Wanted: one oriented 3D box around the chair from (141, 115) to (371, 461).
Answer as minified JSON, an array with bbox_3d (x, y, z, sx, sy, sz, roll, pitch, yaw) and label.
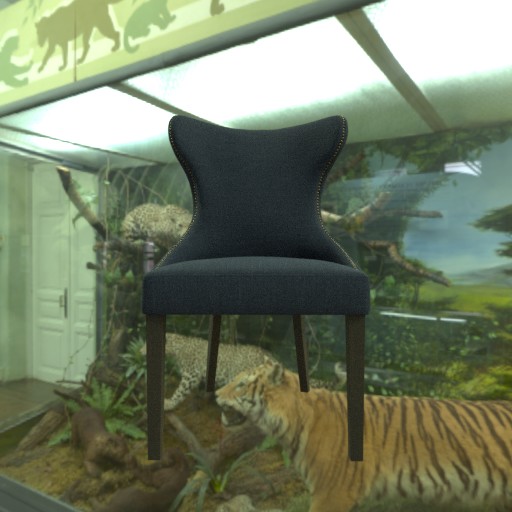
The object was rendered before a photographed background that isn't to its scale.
[{"bbox_3d":[0.000,0.000,1.354,0.628,0.967,0.635,0,1,1],"label":"chair"}]
